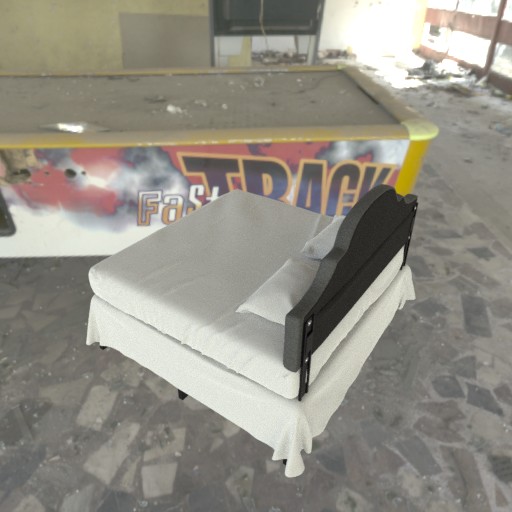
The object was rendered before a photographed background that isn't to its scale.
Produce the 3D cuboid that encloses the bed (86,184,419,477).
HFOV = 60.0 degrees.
[{"bbox_3d":[0.000,0.000,3.730,2.222,1.631,2.303,20,37,29],"label":"bed"}]
